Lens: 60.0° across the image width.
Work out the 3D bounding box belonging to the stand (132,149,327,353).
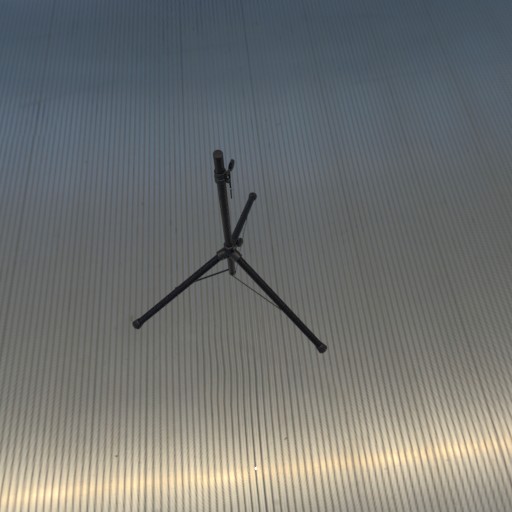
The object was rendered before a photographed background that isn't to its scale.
[{"bbox_3d":[0.000,0.000,1.898,0.907,1.136,1.045,36,70,16],"label":"stand"}]
